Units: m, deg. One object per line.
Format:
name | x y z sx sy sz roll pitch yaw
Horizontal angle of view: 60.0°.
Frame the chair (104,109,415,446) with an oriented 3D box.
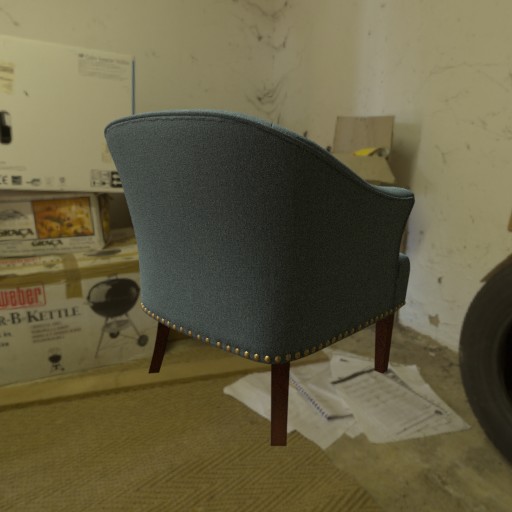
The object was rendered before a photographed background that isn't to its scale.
chair | 0.000 0.000 1.360 0.772 0.815 0.704 13 19 42
